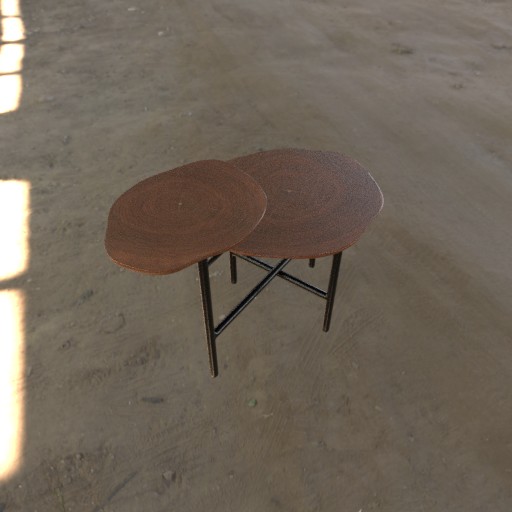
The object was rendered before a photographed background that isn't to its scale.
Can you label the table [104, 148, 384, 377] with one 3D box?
[{"bbox_3d":[0.000,0.000,1.079,0.442,0.538,0.759,26,48,26],"label":"table"}]
